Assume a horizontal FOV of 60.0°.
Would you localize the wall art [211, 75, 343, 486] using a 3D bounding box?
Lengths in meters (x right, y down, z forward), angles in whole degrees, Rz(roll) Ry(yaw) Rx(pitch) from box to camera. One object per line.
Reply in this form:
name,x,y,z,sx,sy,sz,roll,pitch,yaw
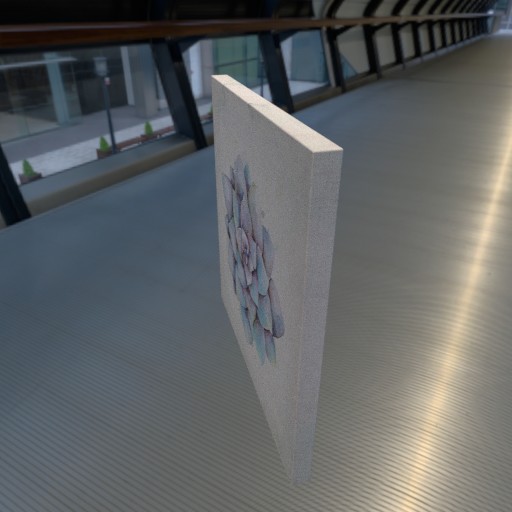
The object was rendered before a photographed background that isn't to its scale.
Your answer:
wall art,0.000,0.000,0.905,0.040,0.612,0.612,-8,31,-14
